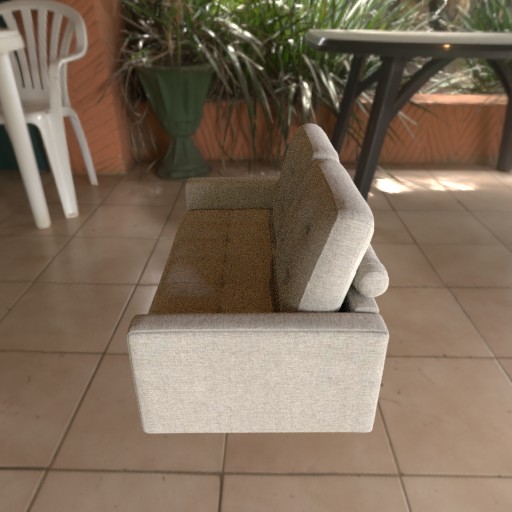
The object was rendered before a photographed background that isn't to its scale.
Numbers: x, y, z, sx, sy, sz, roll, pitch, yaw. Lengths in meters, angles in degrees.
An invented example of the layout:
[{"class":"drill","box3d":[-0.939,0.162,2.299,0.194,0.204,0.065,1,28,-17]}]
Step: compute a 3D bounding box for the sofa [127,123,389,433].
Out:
[{"class":"sofa","box3d":[0.000,0.000,1.962,0.842,0.907,1.407,0,29,0]}]
